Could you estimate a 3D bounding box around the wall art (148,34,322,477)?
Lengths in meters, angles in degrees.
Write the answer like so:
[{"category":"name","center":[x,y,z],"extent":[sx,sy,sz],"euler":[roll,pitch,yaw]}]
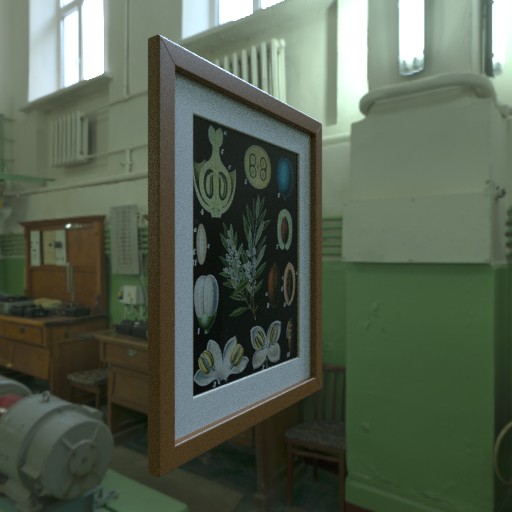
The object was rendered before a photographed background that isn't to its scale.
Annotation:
[{"category":"wall art","center":[0.000,0.000,0.738],"extent":[0.021,0.550,0.449],"euler":[0,0,35]}]
